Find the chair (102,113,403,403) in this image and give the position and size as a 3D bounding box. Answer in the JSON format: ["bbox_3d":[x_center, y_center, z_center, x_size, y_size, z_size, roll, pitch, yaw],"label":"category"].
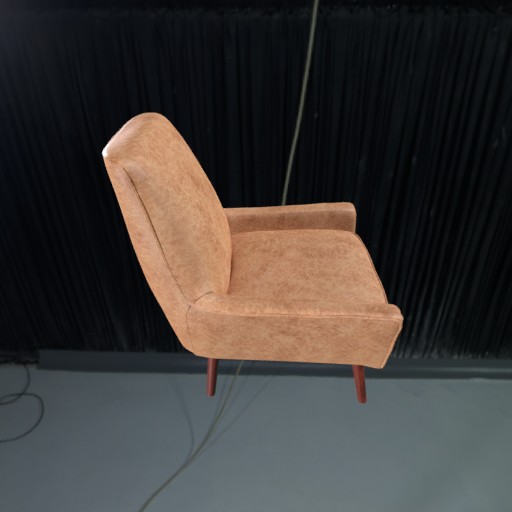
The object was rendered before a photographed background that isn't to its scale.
[{"bbox_3d":[0.000,0.000,1.543,0.851,0.883,0.753,0,32,0],"label":"chair"}]
